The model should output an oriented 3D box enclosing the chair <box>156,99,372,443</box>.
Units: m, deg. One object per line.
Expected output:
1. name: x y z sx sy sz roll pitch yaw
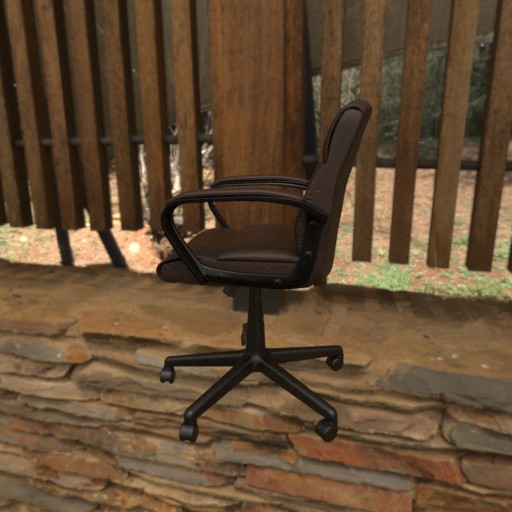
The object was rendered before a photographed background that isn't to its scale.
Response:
1. chair: 0.000 0.000 1.529 0.717 1.004 0.739 2 15 9
